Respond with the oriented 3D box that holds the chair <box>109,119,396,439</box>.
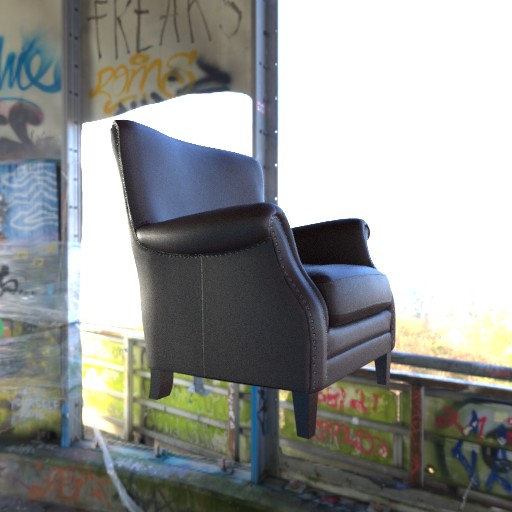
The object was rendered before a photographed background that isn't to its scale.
[{"bbox_3d":[0.000,0.000,1.361,0.746,0.800,0.700,0,1,35],"label":"chair"}]
